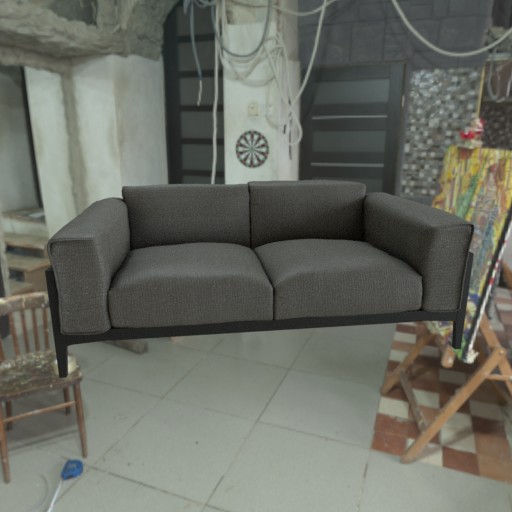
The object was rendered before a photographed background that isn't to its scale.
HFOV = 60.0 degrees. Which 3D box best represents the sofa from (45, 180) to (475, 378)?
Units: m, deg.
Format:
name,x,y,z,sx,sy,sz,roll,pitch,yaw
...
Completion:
name,x,y,z,sx,sy,sz,roll,pitch,yaw
sofa,0.000,0.000,2.174,1.690,0.656,0.960,-2,16,-8
